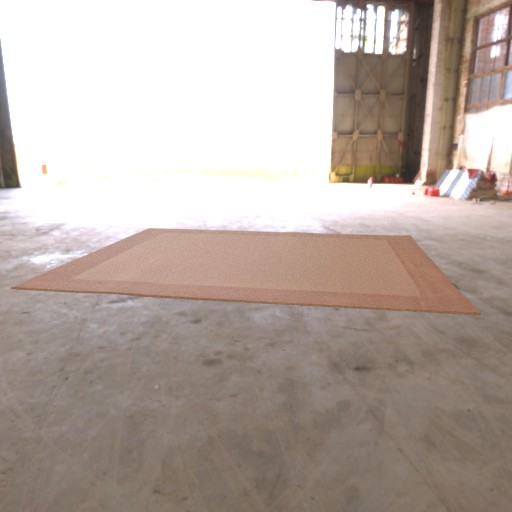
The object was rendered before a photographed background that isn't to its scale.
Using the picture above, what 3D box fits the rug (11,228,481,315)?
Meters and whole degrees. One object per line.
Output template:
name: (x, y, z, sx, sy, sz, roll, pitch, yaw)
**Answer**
rug: (0.000, 0.000, 3.978, 3.057, 0.021, 2.431, 2, 14, 9)
